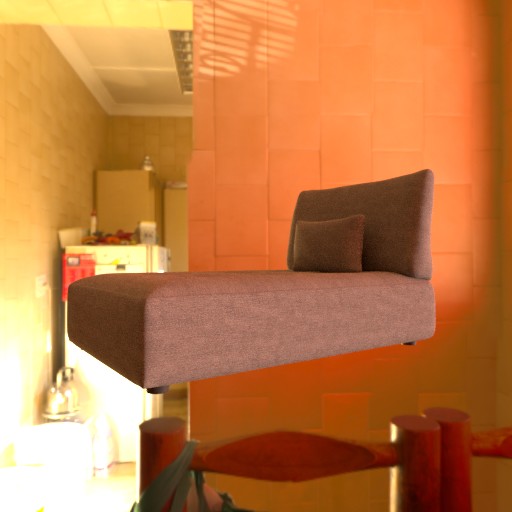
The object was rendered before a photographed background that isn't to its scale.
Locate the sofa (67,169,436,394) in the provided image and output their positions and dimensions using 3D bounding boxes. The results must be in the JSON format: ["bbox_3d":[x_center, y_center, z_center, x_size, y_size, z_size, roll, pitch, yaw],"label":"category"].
[{"bbox_3d":[0.000,0.000,2.011,1.450,0.820,0.930,0,0,-36],"label":"sofa"}]
